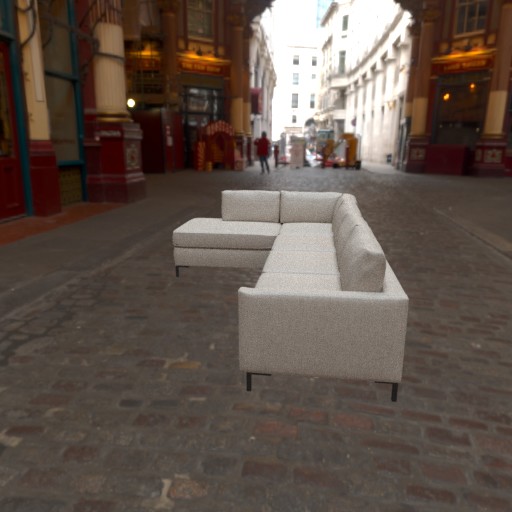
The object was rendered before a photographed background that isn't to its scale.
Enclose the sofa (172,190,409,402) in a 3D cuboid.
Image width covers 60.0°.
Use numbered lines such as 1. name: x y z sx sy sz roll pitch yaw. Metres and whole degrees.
1. sofa: 0.000 0.000 3.145 1.617 0.703 2.423 2 15 7
